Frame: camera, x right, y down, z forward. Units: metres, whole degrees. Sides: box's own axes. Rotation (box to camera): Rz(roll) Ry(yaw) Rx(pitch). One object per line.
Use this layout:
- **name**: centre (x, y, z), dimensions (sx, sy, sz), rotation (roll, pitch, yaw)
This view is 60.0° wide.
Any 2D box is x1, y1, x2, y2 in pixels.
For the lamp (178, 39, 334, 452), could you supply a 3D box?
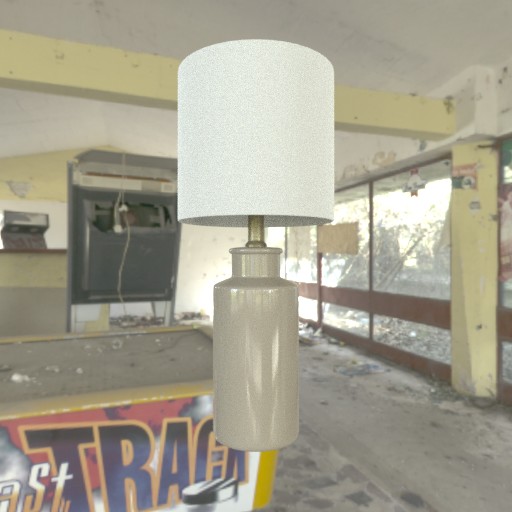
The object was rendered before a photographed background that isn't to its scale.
- **lamp**: centre (0.000, 0.000, 0.609), dimensions (0.212, 0.493, 0.212), rotation (0, 0, 17)
